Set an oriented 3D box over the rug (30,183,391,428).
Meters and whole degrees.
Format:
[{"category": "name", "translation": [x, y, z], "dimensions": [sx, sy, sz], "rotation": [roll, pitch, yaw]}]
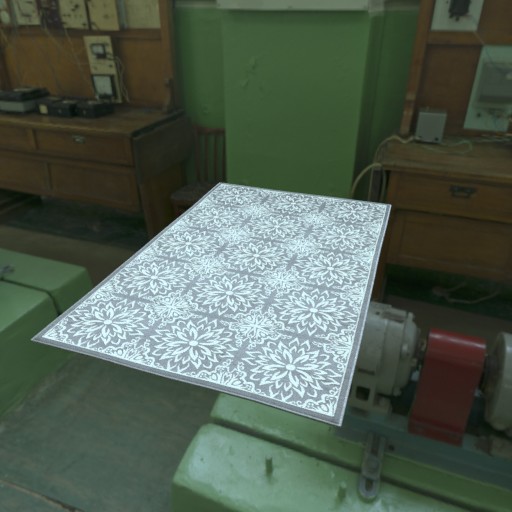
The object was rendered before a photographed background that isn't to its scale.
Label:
[{"category": "rug", "translation": [0.000, 0.000, 3.440], "dimensions": [1.819, 0.018, 2.746], "rotation": [10, 31, 17]}]
